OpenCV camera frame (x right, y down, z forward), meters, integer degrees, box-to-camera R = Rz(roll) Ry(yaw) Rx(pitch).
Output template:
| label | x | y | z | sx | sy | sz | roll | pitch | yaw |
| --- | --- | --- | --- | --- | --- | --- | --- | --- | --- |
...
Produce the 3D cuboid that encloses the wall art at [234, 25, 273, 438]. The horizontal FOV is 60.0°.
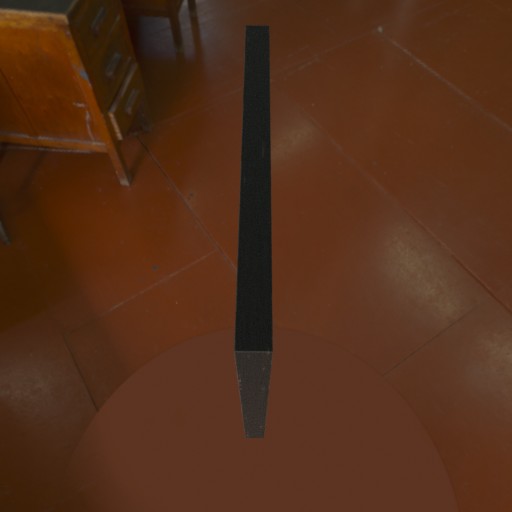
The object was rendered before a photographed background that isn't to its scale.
| label | x | y | z | sx | sy | sz | roll | pitch | yaw |
| --- | --- | --- | --- | --- | --- | --- | --- | --- | --- |
| wall art | 0.000 | 0.000 | 0.754 | 0.036 | 0.506 | 0.506 | 0 | 59 | 0 |
